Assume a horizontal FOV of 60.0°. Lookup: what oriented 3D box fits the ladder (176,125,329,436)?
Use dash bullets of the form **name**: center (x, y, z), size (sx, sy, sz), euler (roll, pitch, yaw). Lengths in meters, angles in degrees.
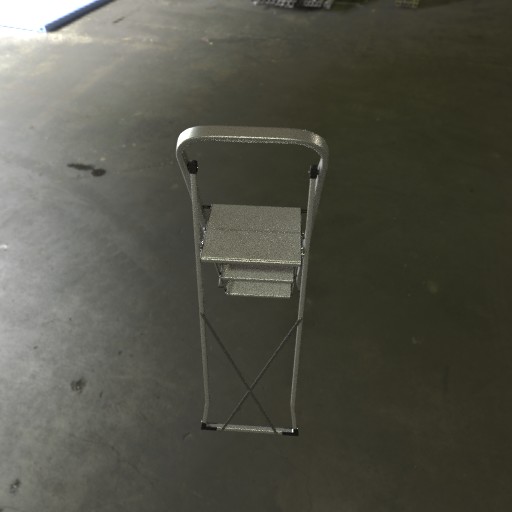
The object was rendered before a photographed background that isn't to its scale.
- **ladder**: center (0.000, 0.000, 1.689), size (0.465, 1.290, 0.830), euler (3, 46, 3)
